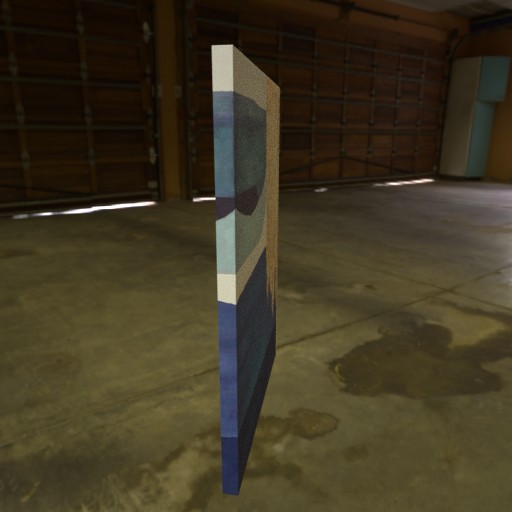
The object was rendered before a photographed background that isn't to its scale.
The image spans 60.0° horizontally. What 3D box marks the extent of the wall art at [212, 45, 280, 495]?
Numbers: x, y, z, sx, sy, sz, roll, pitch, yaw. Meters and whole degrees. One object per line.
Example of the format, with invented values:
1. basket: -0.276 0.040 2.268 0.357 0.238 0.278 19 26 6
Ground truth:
1. wall art: 0.000 0.000 0.797 0.026 0.613 0.458 2 15 9
